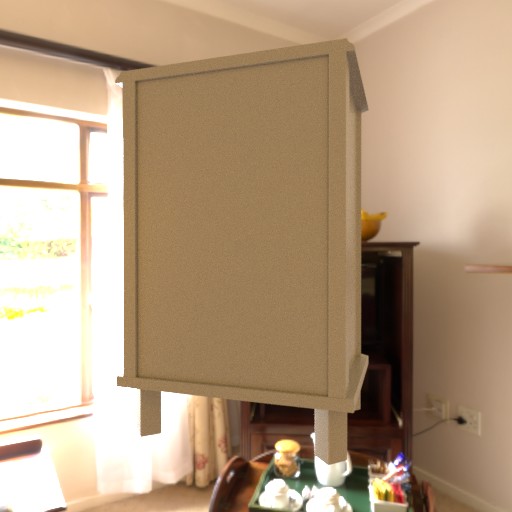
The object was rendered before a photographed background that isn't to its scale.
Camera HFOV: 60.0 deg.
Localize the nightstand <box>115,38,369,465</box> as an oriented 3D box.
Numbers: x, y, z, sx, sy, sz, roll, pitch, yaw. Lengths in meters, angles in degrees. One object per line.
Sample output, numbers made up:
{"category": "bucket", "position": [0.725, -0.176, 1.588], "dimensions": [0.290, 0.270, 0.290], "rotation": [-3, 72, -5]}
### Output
{"category": "nightstand", "position": [0.000, 0.000, 0.920], "dimensions": [0.435, 0.680, 0.348], "rotation": [0, 1, 18]}
